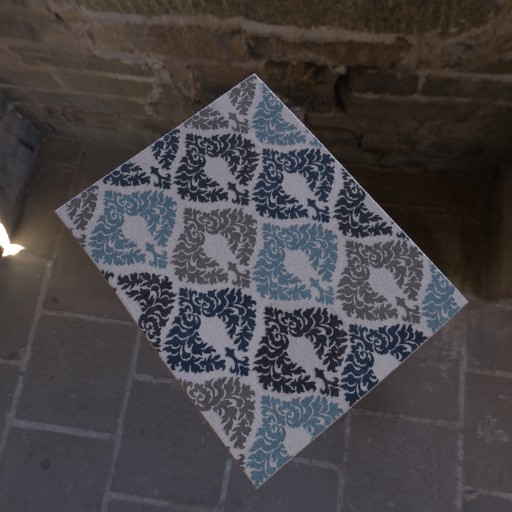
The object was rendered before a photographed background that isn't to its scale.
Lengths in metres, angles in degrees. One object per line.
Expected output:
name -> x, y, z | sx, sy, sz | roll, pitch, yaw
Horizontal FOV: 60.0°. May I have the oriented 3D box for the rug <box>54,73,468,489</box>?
rug -> 0.000, 0.000, 4.039 | 2.423, 0.014, 3.040 | -38, 78, -9
